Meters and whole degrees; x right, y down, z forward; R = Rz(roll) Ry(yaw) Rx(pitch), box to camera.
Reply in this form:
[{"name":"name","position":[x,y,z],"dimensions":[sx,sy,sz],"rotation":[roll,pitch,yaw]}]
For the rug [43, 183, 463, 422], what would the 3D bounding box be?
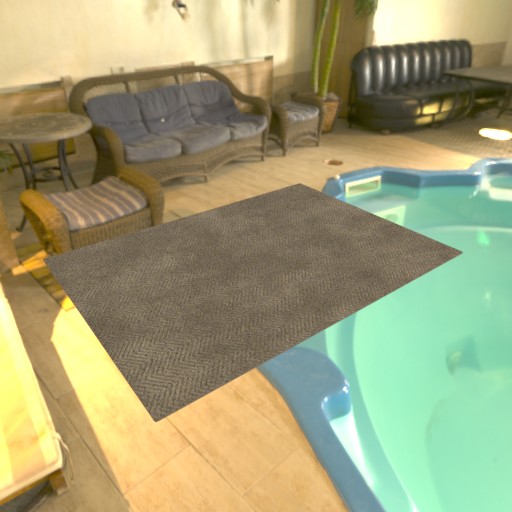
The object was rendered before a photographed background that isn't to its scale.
[{"name":"rug","position":[0.000,0.000,2.894],"dimensions":[2.235,0.008,1.600],"rotation":[-21,36,-32]}]
